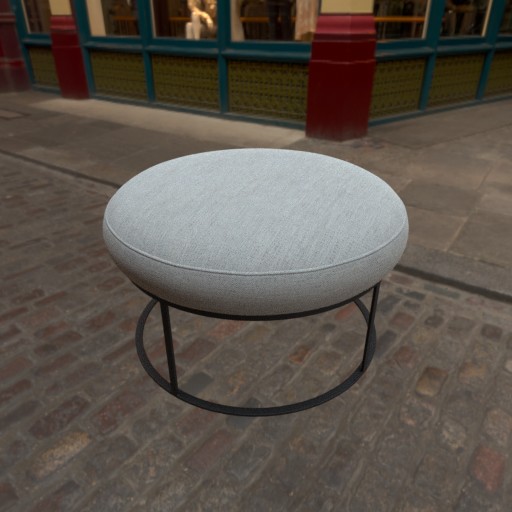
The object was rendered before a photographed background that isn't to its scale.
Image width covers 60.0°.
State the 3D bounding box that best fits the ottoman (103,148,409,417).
[{"bbox_3d":[0.000,0.000,1.226,0.769,0.459,0.769,0,30,0],"label":"ottoman"}]
